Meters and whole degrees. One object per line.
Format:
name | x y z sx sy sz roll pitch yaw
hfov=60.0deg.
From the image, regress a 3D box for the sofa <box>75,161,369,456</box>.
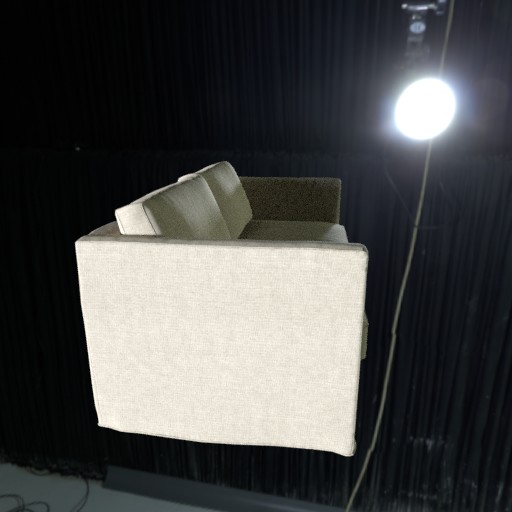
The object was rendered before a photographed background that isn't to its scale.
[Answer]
sofa | 0.000 0.000 2.240 0.956 0.828 1.766 2 17 7
